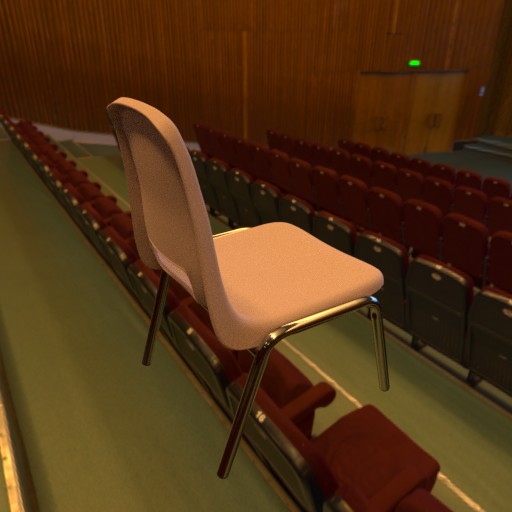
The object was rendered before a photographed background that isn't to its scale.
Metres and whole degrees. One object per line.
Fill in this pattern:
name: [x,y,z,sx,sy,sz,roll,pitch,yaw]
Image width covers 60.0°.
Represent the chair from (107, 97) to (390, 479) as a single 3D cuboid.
chair: [0.000,0.000,0.761,0.385,0.537,0.354,-17,31,-30]
